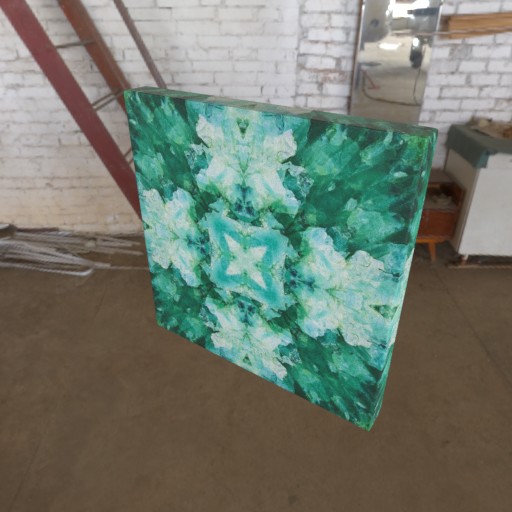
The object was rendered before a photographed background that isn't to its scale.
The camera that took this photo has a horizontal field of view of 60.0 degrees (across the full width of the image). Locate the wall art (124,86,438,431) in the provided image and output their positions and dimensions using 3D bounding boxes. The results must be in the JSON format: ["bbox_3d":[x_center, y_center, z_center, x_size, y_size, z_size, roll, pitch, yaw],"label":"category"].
[{"bbox_3d":[0.000,0.000,0.477,0.313,0.313,0.033,19,36,29],"label":"wall art"}]
